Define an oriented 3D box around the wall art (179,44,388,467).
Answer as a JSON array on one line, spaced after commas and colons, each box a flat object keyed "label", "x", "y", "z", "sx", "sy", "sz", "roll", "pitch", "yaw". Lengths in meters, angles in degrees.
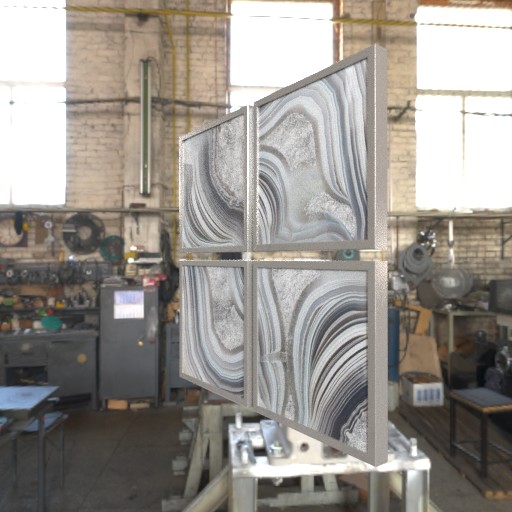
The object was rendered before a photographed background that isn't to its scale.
[{"label": "wall art", "x": 0.000, "y": 0.000, "z": 0.892, "sx": 0.029, "sy": 0.611, "sz": 0.611, "roll": 0, "pitch": 0, "yaw": -37}]
